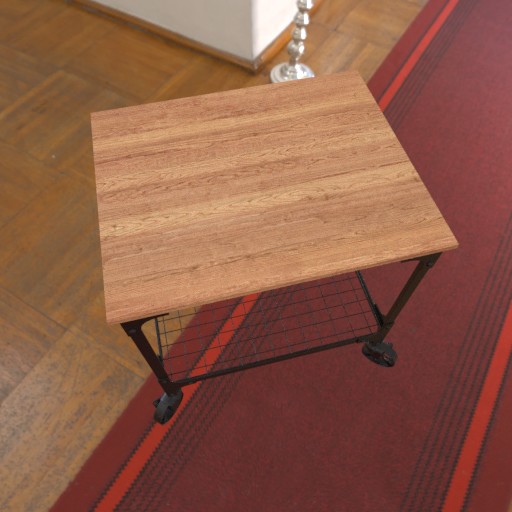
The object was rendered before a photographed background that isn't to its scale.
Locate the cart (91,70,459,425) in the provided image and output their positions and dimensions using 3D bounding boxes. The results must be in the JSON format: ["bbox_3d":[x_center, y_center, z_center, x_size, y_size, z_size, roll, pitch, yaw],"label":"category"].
[{"bbox_3d":[0.000,0.000,1.091,0.666,0.603,0.558,-12,59,-7],"label":"cart"}]
